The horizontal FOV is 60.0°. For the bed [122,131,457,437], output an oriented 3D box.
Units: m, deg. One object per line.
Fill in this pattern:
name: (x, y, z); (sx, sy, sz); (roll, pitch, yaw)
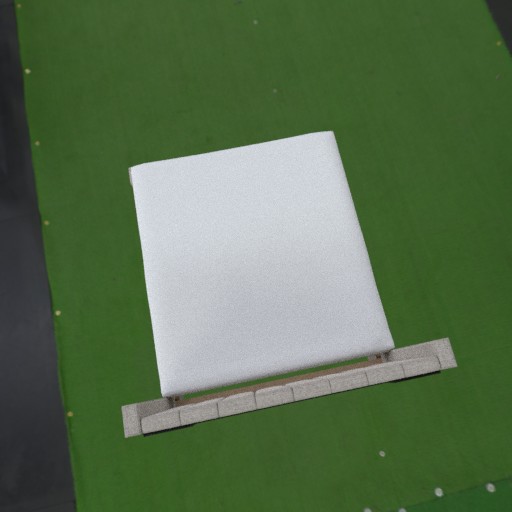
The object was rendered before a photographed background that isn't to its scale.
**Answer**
bed: (0.000, 0.000, 3.783); (2.044, 1.748, 2.372); (-11, 75, -3)
